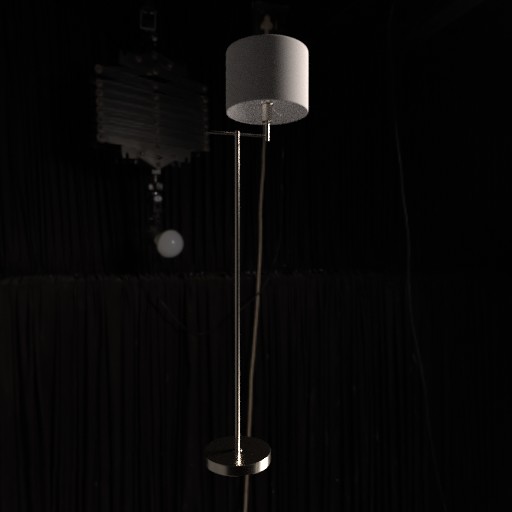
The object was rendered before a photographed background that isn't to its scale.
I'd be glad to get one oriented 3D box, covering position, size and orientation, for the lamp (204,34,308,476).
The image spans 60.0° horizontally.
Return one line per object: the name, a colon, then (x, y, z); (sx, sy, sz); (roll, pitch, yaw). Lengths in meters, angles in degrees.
lamp: (0.000, 0.000, 1.754); (0.416, 1.600, 0.324); (0, 1, -18)
